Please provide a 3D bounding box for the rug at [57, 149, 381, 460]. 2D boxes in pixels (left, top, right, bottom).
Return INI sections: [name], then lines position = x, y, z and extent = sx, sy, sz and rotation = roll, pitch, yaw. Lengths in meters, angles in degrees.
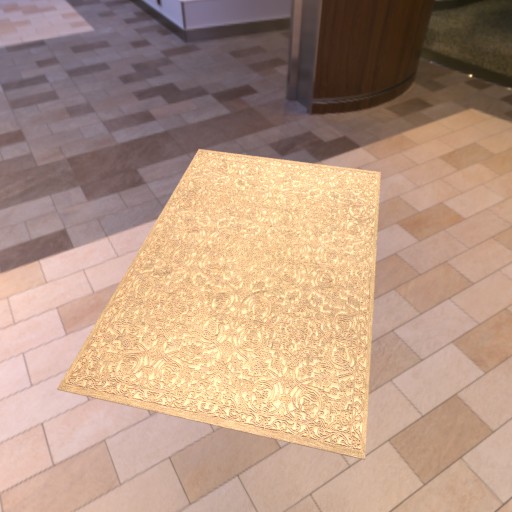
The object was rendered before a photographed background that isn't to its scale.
[rug]
position = 0.000, 0.000, 2.310
extent = 1.221, 0.006, 1.827
rotation = 9, 46, 9
